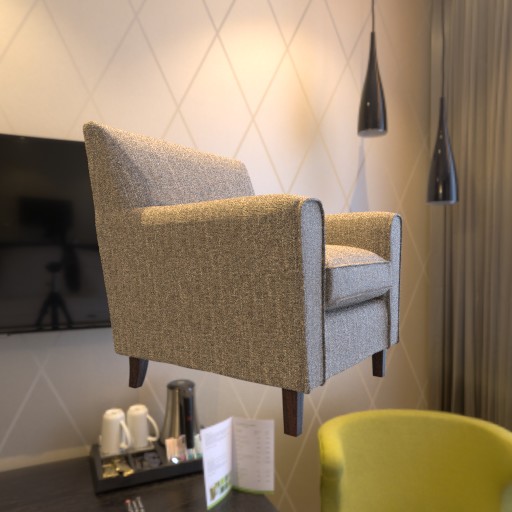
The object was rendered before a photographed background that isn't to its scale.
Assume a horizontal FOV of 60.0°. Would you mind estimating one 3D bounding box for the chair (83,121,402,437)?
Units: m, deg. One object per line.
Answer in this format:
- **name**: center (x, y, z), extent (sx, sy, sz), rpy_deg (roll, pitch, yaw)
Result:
- **chair**: center (0.000, 0.000, 1.634), extent (0.873, 0.928, 0.864), rpy_deg (1, 1, 35)
